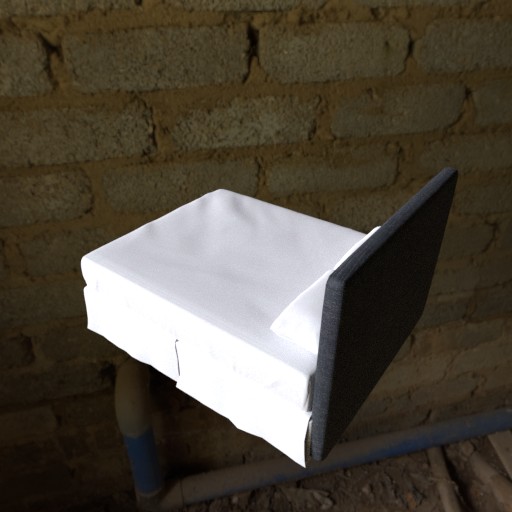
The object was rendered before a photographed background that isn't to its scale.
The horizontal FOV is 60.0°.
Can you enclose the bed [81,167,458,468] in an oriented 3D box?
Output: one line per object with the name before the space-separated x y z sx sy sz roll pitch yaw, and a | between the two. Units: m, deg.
bed | 0.000 0.000 3.241 2.142 1.330 1.723 22 38 31
